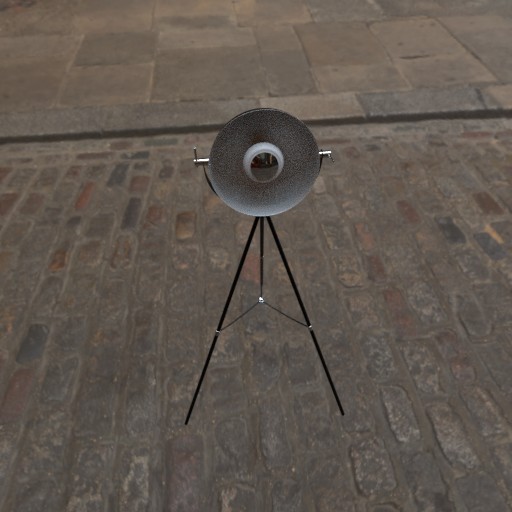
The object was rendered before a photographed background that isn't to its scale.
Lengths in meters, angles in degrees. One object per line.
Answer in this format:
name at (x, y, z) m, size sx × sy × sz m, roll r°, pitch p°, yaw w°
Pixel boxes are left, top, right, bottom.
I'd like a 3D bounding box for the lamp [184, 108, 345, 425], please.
lamp at (0.000, 0.000, 2.014) m, size 0.817 × 1.512 × 0.920 m, roll -4°, pitch 46°, yaw -4°
